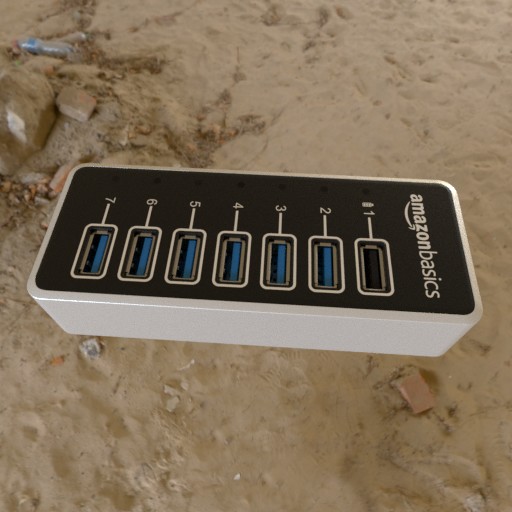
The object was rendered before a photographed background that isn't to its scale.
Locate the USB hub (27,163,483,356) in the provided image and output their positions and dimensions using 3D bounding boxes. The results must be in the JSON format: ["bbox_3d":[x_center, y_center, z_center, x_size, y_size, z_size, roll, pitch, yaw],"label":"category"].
[{"bbox_3d":[0.000,0.000,0.125,0.110,0.023,0.044,3,58,2],"label":"USB hub"}]
